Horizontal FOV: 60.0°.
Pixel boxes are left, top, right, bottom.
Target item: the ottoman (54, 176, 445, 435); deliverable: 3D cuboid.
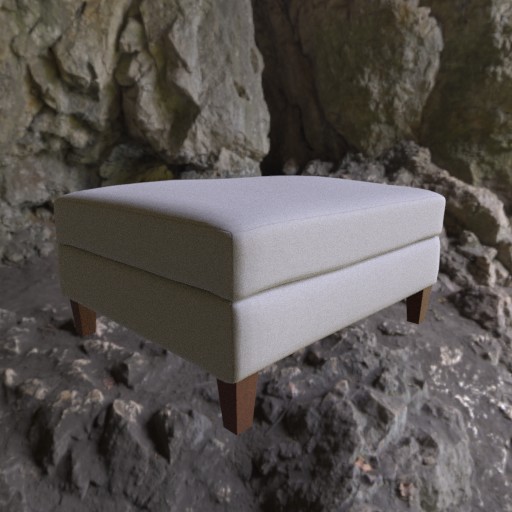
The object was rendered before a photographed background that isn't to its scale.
[{"bbox_3d":[0.000,0.000,1.439,0.836,0.492,0.976,13,18,43],"label":"ottoman"}]
